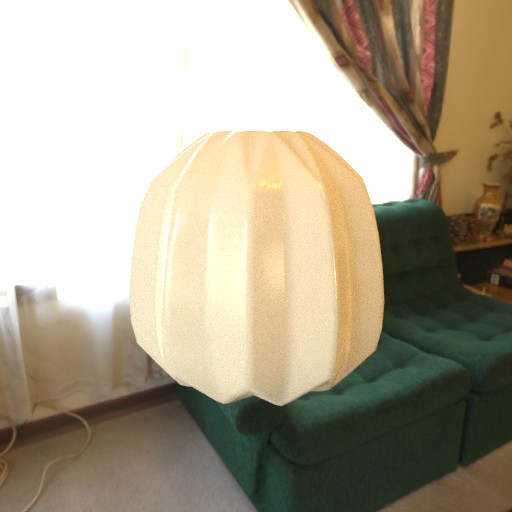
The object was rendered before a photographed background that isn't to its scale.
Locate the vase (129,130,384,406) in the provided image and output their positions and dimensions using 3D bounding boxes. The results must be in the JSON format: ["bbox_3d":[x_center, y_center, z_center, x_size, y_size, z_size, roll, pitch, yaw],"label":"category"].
[{"bbox_3d":[0.000,0.000,0.247,0.139,0.134,0.139,0,15,0],"label":"vase"}]
